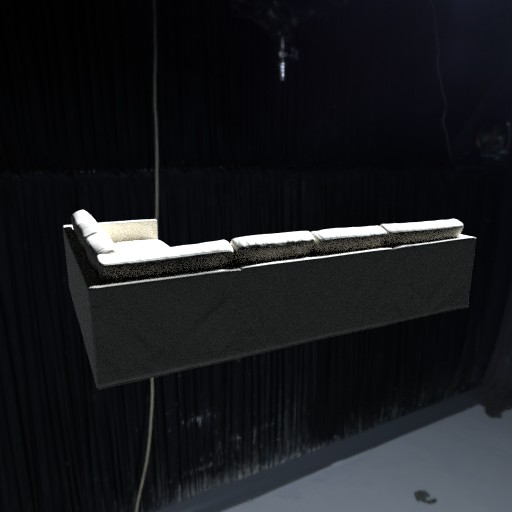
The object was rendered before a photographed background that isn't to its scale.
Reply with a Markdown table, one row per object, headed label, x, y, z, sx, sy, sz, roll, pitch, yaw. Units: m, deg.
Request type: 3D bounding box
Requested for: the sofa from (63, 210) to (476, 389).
| label | x | y | z | sx | sy | sz | roll | pitch | yaw |
| --- | --- | --- | --- | --- | --- | --- | --- | --- | --- |
| sofa | 0.000 | 0.000 | 4.510 | 3.464 | 0.882 | 2.448 | -7 | 16 | -26 |
